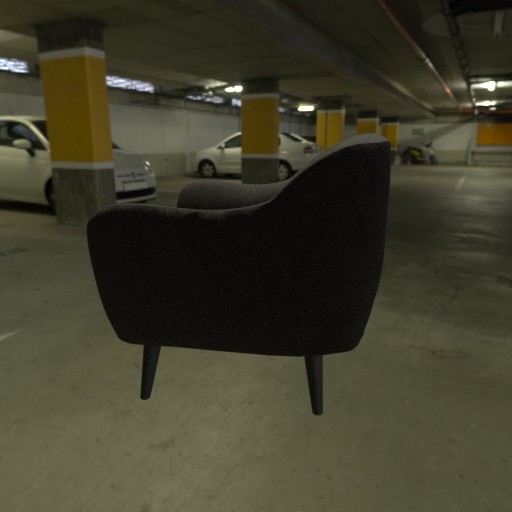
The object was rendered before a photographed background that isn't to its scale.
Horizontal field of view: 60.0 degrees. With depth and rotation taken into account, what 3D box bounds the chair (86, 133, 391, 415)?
[{"bbox_3d":[0.000,0.000,1.516,0.819,0.807,0.840,2,14,8],"label":"chair"}]
